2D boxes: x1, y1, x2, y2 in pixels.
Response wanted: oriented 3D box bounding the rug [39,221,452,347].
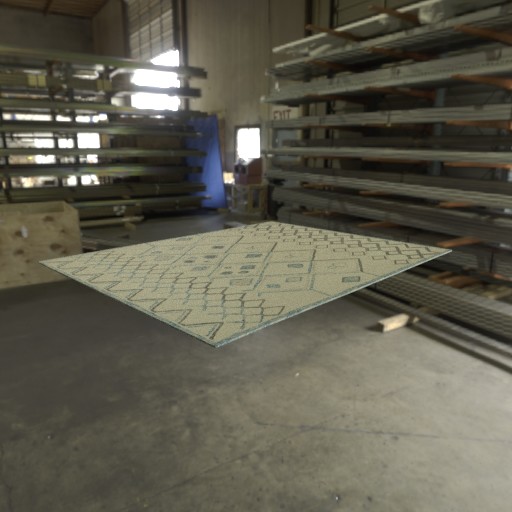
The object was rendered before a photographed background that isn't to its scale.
[{"bbox_3d":[0.000,0.000,4.155,2.441,0.013,3.056,13,19,43],"label":"rug"}]
